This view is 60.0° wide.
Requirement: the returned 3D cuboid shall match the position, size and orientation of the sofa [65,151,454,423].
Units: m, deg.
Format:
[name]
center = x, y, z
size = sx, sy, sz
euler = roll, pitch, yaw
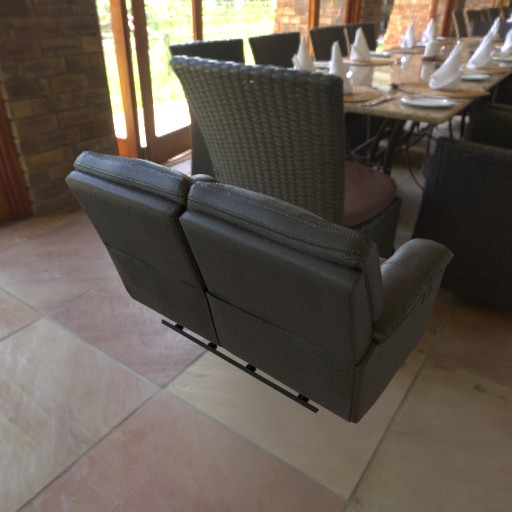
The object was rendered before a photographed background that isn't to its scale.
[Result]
[sofa]
center = 0.000, 0.000, 2.382
size = 1.765, 1.111, 1.104
euler = 22, 36, 33
